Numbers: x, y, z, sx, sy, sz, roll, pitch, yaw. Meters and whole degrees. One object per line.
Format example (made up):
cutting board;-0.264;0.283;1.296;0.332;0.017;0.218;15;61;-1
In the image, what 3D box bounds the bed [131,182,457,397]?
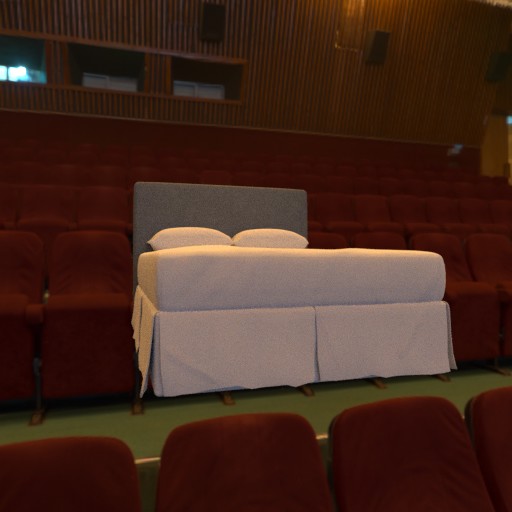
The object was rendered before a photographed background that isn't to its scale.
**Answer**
bed;0.000;0.000;3.199;1.713;1.330;2.142;0;0;-17
